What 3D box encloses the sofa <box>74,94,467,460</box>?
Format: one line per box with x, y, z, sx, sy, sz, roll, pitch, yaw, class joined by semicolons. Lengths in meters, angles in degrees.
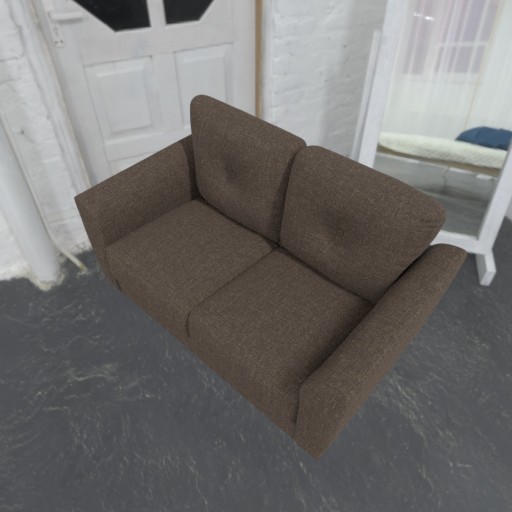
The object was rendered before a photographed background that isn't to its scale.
0.000;0.000;1.926;1.423;0.885;0.851;33;54;28;sofa
